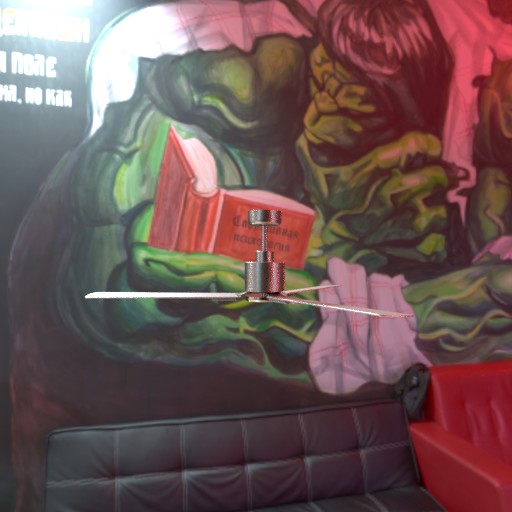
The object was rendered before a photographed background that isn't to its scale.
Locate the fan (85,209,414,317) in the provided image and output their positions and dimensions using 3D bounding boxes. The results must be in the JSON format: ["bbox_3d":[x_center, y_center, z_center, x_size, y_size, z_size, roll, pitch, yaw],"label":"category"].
[{"bbox_3d":[0.000,0.000,2.363,1.561,0.446,1.531,0,0,19],"label":"fan"}]
